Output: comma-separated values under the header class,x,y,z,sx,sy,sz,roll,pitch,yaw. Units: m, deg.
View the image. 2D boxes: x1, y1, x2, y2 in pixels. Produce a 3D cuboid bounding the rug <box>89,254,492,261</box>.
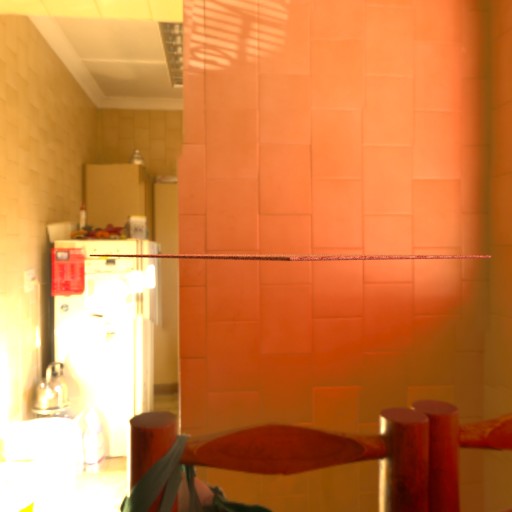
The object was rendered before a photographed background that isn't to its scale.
class,x,y,z,sx,sy,sz,roll,pitch,yaw
rug,0.000,0.000,3.037,1.524,0.015,2.438,0,1,-37
